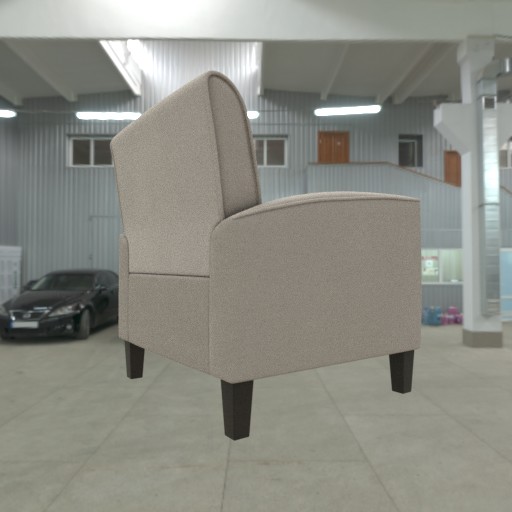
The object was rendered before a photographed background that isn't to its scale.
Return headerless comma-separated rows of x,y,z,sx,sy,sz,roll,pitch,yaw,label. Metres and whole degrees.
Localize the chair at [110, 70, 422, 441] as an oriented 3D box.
0.000,0.000,1.580,0.820,0.915,0.820,1,-1,-36,chair
